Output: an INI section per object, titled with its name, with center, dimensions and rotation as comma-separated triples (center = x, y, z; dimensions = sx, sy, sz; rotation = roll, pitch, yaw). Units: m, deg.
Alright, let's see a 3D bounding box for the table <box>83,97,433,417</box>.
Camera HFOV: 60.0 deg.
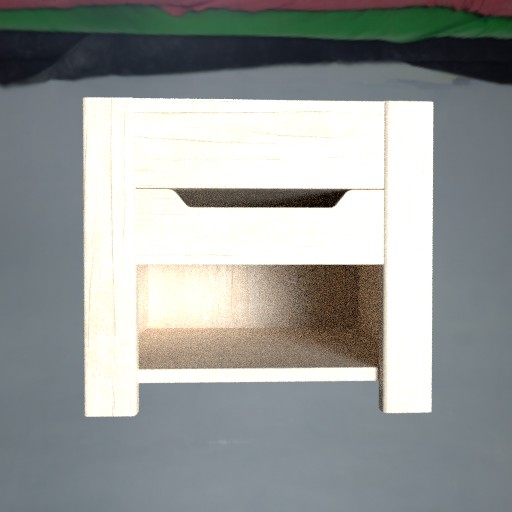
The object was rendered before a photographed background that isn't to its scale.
[table]
center = 0.000, 0.000, 0.925
dimensions = 0.570, 0.510, 0.420
rotation = 0, 1, -2
